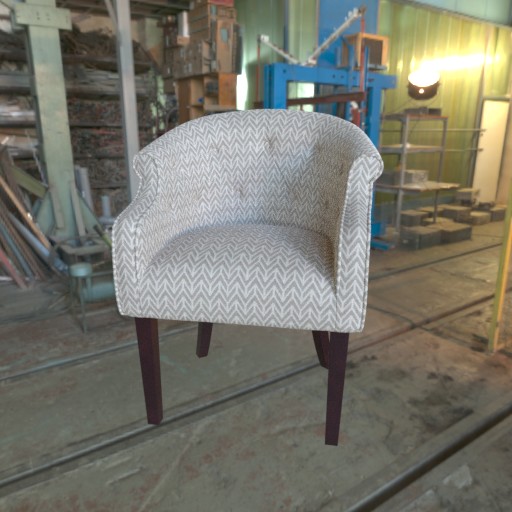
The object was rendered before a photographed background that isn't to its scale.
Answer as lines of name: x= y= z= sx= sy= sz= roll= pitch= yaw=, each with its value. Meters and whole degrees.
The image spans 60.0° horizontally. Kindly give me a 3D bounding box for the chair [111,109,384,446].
chair: x=0.000 y=0.000 z=1.328 sx=0.686 sy=0.858 sz=0.613 roll=3 pitch=16 yaw=10
